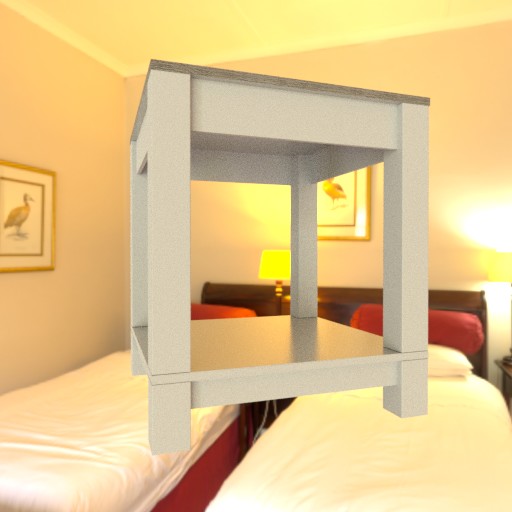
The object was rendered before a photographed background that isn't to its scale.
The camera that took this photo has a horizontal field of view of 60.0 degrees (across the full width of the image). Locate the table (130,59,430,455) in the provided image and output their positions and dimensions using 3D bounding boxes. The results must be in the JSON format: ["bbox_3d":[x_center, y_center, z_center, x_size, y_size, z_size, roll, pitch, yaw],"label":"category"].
[{"bbox_3d":[0.000,0.000,0.977,0.504,0.587,0.506,0,1,-19],"label":"table"}]
